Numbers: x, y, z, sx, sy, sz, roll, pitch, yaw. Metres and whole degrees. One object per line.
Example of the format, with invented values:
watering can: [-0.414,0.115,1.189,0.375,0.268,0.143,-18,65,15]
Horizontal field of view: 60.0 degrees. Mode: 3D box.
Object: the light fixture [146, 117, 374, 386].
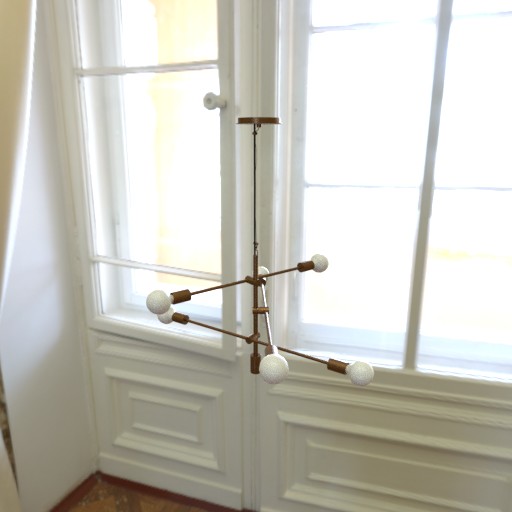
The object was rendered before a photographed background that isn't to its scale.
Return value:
light fixture: [0.000,0.000,1.252,0.637,0.744,0.682,-8,17,-26]
